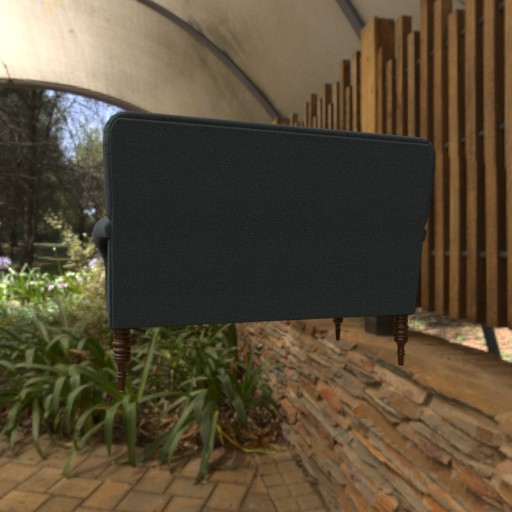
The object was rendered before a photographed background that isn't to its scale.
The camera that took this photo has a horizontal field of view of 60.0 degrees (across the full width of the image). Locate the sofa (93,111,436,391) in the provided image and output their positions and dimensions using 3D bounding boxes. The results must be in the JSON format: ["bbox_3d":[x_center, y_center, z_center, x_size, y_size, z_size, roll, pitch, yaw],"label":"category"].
[{"bbox_3d":[0.000,0.000,1.854,1.297,0.889,0.779,0,0,-17],"label":"sofa"}]
